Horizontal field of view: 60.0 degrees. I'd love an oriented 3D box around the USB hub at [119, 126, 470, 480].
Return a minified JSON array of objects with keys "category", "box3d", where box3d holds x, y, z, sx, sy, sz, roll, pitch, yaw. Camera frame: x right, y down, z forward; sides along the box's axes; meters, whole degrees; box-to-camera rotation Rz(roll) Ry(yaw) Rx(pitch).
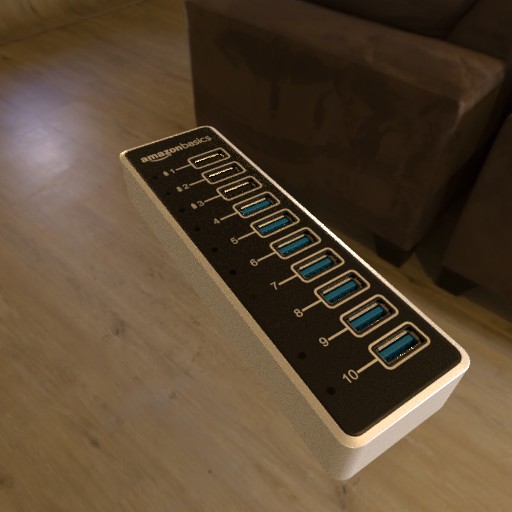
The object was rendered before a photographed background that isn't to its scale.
[{"category":"USB hub","box3d":[0.000,0.000,0.157,0.044,0.023,0.145,-25,51,-22]}]
